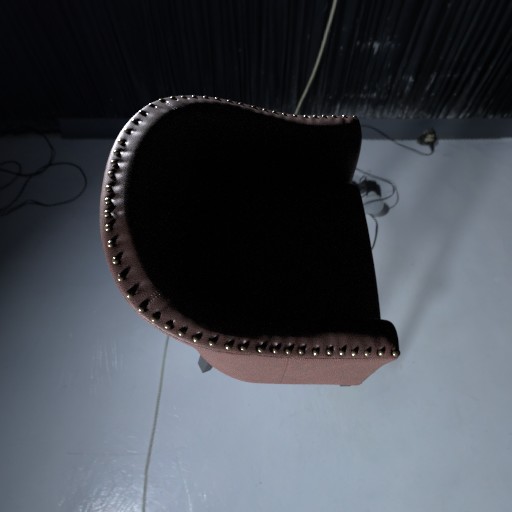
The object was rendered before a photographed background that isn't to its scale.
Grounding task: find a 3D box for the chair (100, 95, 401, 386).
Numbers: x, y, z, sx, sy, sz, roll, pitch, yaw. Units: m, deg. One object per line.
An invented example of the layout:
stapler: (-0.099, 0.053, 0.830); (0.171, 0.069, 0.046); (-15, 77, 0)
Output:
chair: (0.000, 0.000, 1.434); (0.748, 0.823, 0.794); (-1, 63, -1)
